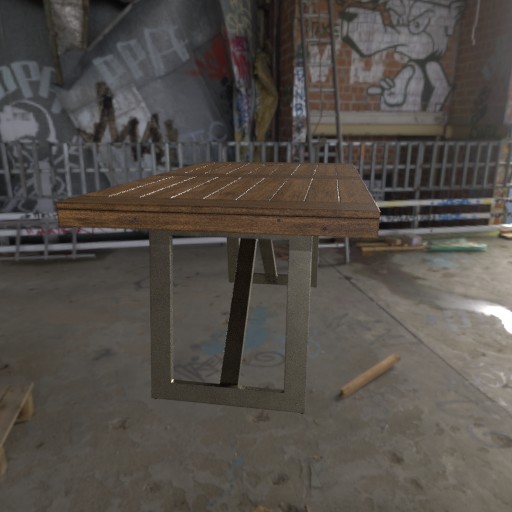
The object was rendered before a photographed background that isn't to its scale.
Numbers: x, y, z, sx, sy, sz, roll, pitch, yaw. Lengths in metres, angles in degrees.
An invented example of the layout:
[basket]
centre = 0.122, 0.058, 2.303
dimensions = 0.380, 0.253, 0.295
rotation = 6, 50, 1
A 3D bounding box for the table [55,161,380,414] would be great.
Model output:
[table]
centre = 0.000, 0.000, 2.119
dimensions = 0.931, 0.757, 1.641
rotation = 3, 16, 9
